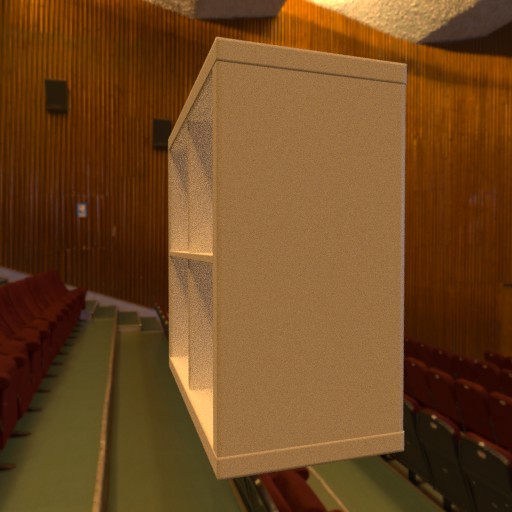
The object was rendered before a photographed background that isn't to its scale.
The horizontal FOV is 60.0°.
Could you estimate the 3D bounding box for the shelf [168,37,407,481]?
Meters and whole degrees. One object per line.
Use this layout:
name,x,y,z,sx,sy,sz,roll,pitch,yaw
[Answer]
shelf,0.000,0.000,1.219,0.390,0.786,0.790,0,1,-17
